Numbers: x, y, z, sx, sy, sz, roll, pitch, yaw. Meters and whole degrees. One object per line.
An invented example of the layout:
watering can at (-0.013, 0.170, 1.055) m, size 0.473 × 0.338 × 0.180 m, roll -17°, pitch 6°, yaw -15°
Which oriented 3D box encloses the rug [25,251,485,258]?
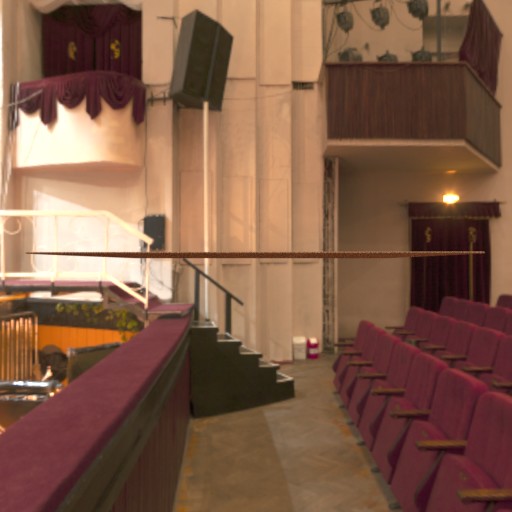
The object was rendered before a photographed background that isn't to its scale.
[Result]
rug at (0.000, 0.000, 4.097) m, size 3.048 × 0.013 × 2.439 m, roll 0°, pitch -1°, yaw 2°
